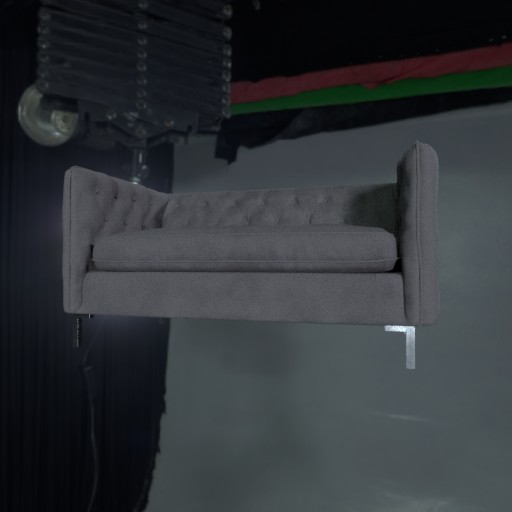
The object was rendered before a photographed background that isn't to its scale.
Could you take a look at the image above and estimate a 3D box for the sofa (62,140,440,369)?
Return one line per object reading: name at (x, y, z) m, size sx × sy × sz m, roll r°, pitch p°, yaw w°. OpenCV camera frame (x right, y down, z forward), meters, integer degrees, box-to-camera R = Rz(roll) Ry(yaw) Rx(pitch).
sofa at (0.000, 0.000, 2.147) m, size 1.583 × 0.810 × 0.909 m, roll 0°, pitch -1°, yaw 17°
